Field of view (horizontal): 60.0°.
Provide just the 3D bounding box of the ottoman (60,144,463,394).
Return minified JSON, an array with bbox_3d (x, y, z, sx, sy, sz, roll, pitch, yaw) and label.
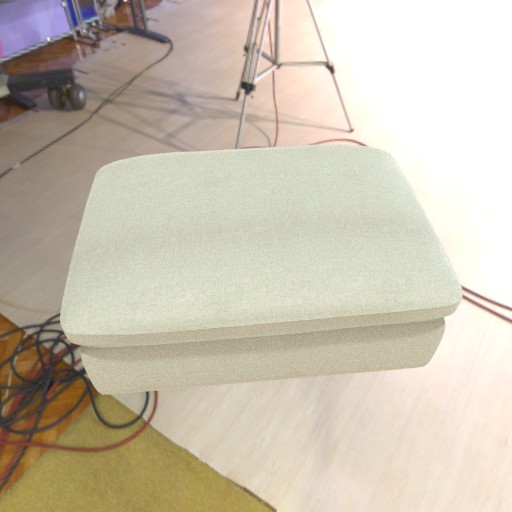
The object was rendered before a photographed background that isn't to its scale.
[{"bbox_3d":[0.000,0.000,1.360,0.984,0.453,0.686,-4,47,-4],"label":"ottoman"}]
